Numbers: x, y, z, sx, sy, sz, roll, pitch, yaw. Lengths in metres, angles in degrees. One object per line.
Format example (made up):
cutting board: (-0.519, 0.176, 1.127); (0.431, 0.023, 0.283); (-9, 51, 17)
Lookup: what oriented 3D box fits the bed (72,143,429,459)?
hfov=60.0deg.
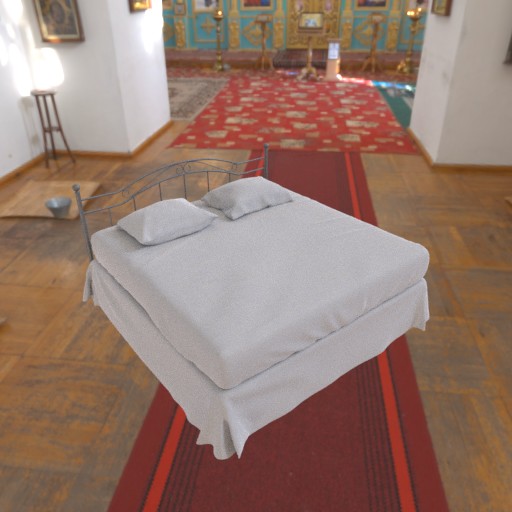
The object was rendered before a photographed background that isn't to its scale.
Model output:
bed: (0.000, 0.000, 3.626); (2.309, 1.080, 2.220); (-21, 36, -33)
